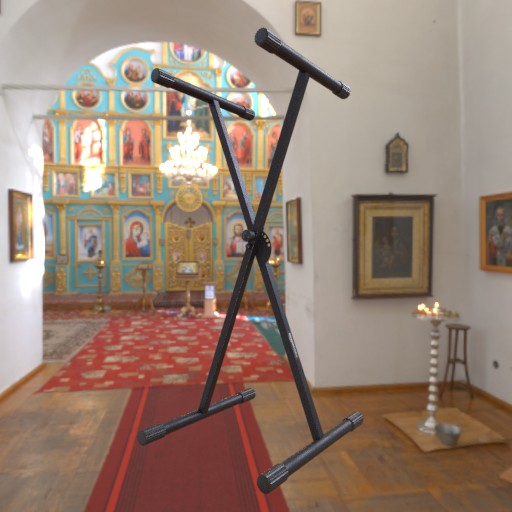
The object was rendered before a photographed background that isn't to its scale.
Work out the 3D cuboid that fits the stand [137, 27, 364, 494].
[{"bbox_3d":[0.000,0.000,1.166,0.409,0.940,0.449,0,0,37],"label":"stand"}]
